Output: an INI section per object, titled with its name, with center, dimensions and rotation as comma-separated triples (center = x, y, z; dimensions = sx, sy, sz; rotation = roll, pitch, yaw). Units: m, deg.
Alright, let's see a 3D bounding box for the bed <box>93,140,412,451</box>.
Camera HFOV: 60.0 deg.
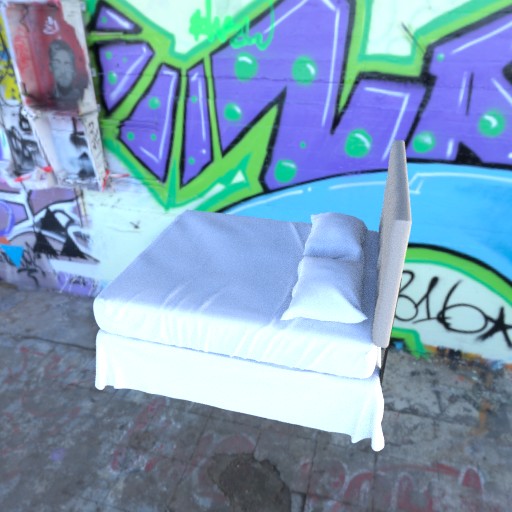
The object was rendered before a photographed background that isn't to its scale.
[bed]
center = 0.000, 0.000, 3.511
dimensions = 2.222, 1.577, 1.936
rotation = 7, 30, 13
